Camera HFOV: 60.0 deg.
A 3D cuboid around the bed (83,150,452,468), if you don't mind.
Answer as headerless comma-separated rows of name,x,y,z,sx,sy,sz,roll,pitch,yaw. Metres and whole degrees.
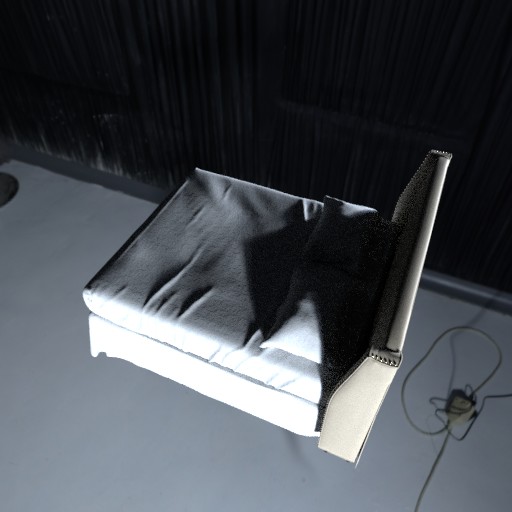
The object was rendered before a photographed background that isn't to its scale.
bed,0.000,0.000,3.373,2.276,1.332,1.925,18,49,16
